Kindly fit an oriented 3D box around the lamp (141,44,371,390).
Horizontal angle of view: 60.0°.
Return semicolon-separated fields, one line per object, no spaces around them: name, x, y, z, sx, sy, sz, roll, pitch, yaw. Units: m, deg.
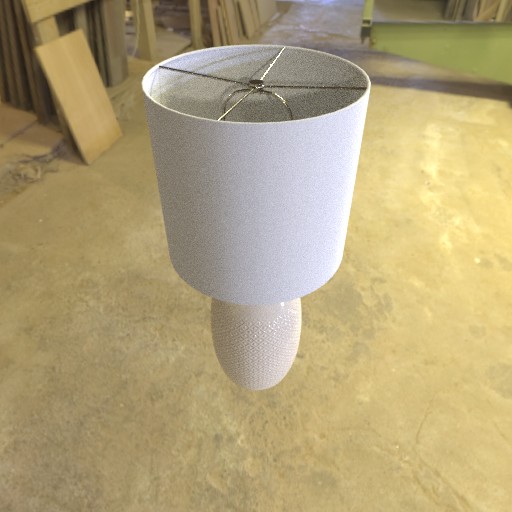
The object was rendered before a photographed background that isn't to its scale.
lamp;0.000;0.000;0.572;0.217;0.453;0.217;11;42;13
